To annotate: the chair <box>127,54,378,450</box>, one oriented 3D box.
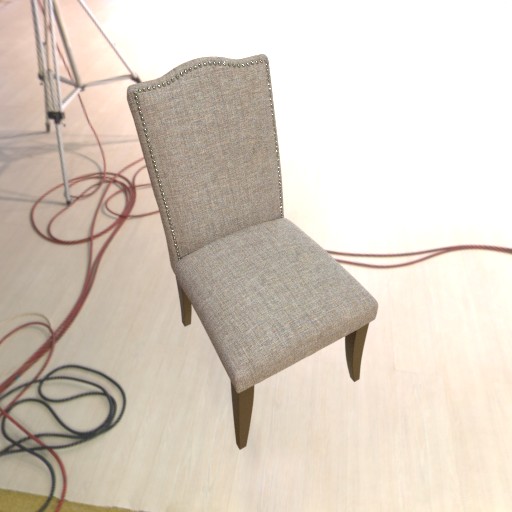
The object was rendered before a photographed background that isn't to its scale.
[{"bbox_3d":[0.000,0.000,1.401,0.513,1.016,0.660,-23,51,-20],"label":"chair"}]
